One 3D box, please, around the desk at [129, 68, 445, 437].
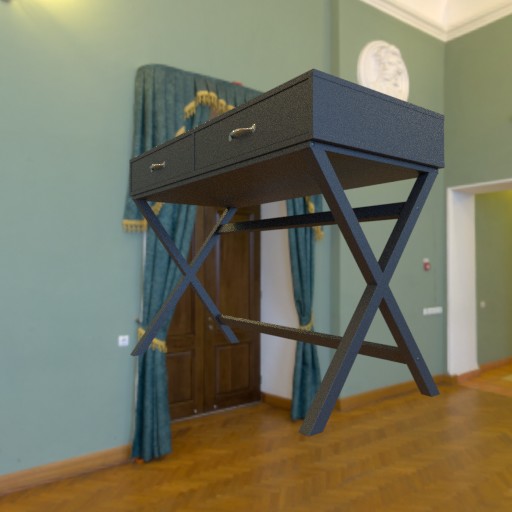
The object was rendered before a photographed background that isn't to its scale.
[{"bbox_3d":[0.000,0.000,1.500,0.525,0.780,1.057,0,-1,-37],"label":"desk"}]
